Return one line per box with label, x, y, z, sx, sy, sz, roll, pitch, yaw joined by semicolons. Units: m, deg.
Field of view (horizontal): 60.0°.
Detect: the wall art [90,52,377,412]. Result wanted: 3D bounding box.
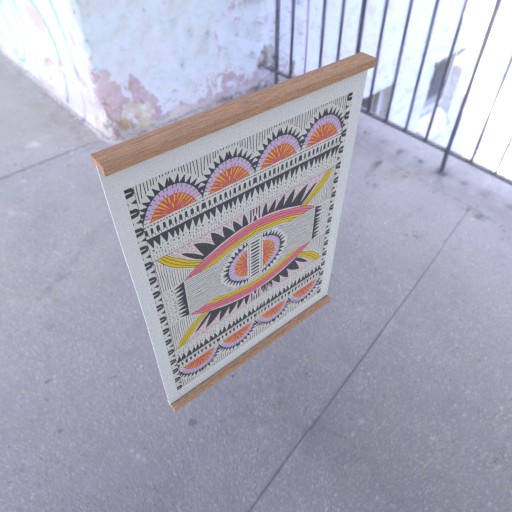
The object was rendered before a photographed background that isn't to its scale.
wall art;0.000;0.000;0.706;0.403;0.527;0.028;-31;53;-26
